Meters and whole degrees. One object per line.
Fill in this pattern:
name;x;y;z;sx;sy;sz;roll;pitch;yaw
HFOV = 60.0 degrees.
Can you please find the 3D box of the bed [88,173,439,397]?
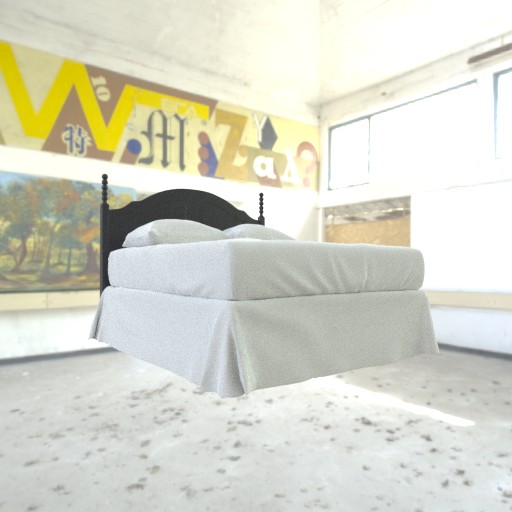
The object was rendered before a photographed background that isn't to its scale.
bed;0.000;0.000;3.285;1.873;1.356;2.040;1;-1;-36
